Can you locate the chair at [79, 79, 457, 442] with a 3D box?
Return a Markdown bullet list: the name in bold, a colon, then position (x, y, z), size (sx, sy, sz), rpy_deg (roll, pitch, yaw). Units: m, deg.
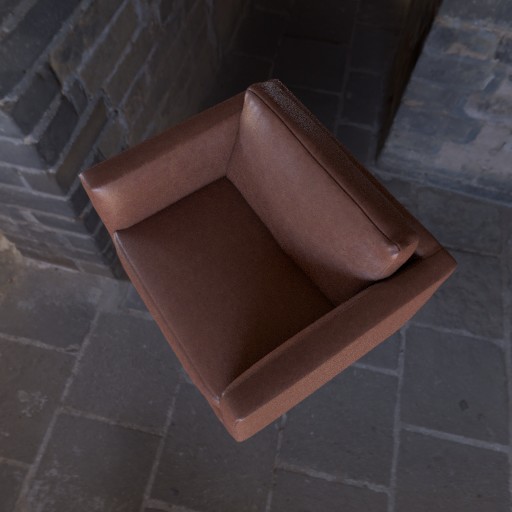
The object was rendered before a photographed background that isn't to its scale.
- **chair**: position (0.000, 0.000, 1.839), size (0.959, 0.917, 1.107), rpy_deg (-31, 67, -15)
